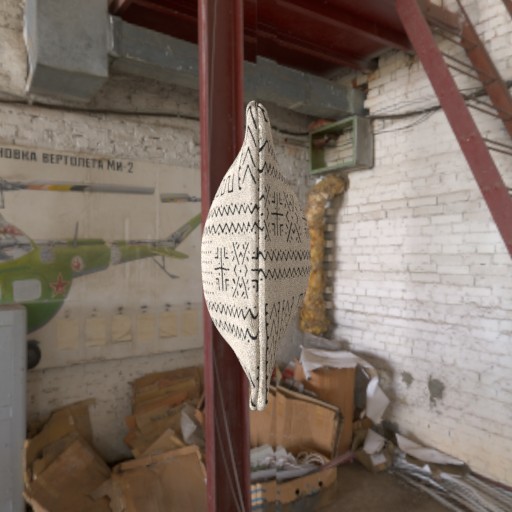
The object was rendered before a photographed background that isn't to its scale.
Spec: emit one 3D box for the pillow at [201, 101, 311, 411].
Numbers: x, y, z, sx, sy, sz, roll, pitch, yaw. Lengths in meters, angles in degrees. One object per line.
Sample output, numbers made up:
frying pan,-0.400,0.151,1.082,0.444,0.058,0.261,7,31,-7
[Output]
pillow,0.000,0.000,0.806,0.188,0.352,0.637,0,0,1
